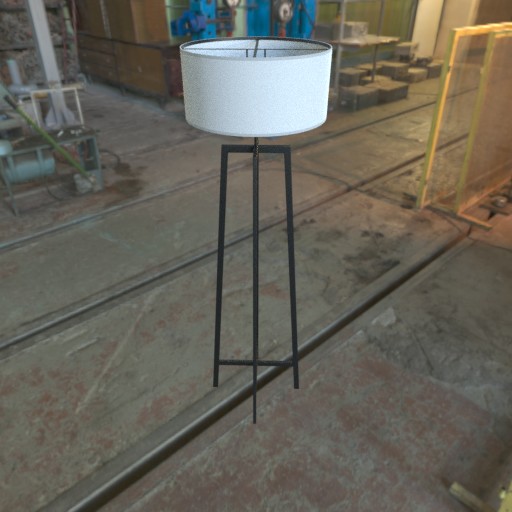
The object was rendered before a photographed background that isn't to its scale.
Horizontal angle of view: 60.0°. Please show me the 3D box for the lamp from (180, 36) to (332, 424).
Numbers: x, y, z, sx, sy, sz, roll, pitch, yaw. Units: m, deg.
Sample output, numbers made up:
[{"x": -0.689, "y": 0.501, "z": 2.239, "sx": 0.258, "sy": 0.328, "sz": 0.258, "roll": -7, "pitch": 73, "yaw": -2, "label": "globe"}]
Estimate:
[{"x": 0.000, "y": 0.000, "z": 1.748, "sx": 0.457, "sy": 1.510, "sz": 0.456, "roll": 1, "pitch": 32, "yaw": 1, "label": "lamp"}]
